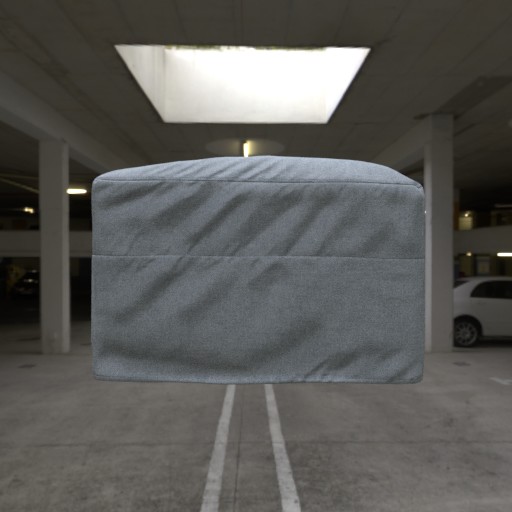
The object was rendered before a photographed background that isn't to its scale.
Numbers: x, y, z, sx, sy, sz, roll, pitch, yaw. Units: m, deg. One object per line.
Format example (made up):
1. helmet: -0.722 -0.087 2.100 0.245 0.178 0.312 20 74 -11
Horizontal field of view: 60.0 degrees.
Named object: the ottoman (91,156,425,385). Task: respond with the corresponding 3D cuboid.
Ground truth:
1. ottoman: 0.000 0.000 1.242 0.683 0.481 0.837 0 0 -1
